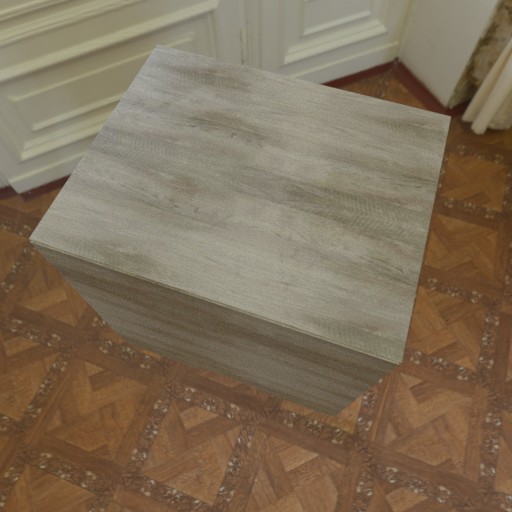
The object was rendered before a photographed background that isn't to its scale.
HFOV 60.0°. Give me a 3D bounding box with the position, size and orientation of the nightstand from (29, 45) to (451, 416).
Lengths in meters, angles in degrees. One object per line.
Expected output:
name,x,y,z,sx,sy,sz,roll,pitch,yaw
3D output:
nightstand,0.000,0.000,0.743,0.427,0.448,0.347,17,64,9
